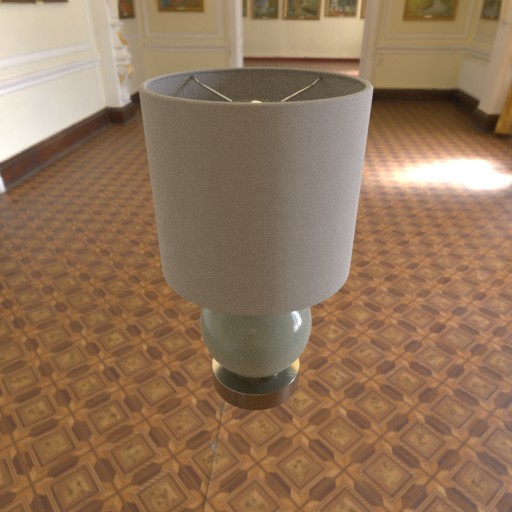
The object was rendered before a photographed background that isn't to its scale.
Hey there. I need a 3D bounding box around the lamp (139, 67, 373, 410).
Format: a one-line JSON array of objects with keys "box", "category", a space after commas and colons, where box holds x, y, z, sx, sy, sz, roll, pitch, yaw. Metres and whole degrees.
[{"box": [0.000, 0.000, 0.476, 0.201, 0.353, 0.201, 9, 31, 16], "category": "lamp"}]
